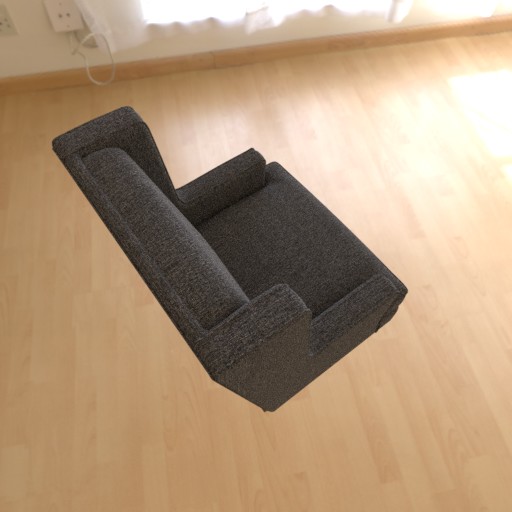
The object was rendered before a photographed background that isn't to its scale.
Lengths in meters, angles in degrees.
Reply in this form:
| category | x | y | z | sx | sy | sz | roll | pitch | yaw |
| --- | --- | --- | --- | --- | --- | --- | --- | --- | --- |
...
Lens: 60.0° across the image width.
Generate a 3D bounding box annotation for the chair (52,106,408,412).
| category | x | y | z | sx | sy | sz | roll | pitch | yaw |
| --- | --- | --- | --- | --- | --- | --- | --- | --- | --- |
| chair | 0.000 | 0.000 | 1.782 | 0.927 | 1.082 | 0.942 | -32 | 64 | -18 |
